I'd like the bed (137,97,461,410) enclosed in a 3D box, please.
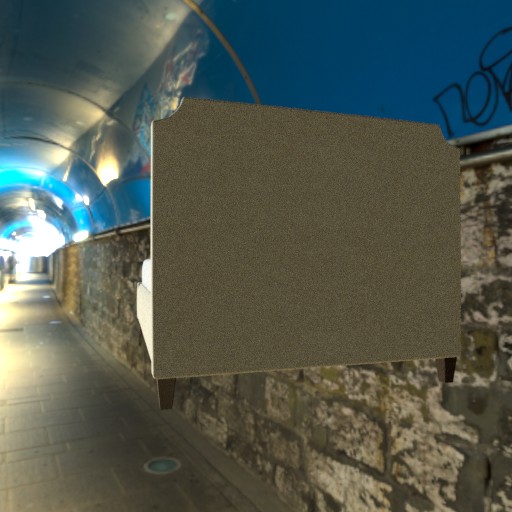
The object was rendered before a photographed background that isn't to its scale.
[{"bbox_3d":[0.000,0.000,3.396,1.713,1.457,2.381,0,-1,-17],"label":"bed"}]
